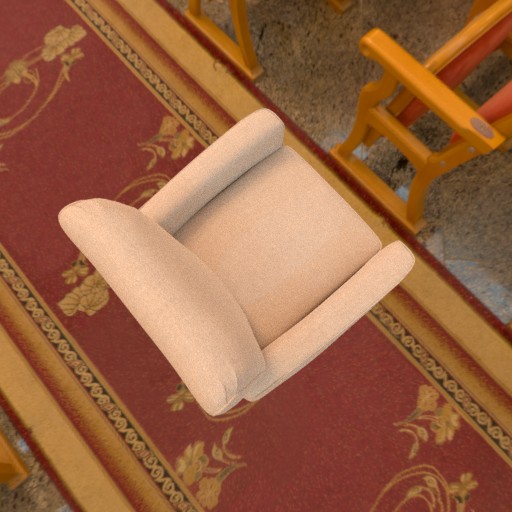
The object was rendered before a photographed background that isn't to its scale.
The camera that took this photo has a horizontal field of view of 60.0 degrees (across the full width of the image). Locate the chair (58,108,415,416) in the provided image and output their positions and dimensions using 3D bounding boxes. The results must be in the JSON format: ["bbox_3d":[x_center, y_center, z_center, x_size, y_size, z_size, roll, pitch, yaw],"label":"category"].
[{"bbox_3d":[0.000,0.000,1.646,0.858,1.023,0.841,-40,79,-10],"label":"chair"}]
